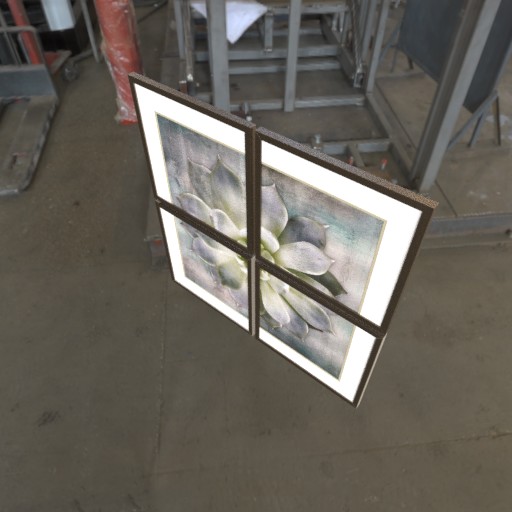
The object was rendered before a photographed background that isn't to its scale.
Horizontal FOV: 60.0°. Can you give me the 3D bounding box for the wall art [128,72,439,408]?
[{"bbox_3d":[0.000,0.000,1.581,1.032,1.032,0.030,31,54,25],"label":"wall art"}]
